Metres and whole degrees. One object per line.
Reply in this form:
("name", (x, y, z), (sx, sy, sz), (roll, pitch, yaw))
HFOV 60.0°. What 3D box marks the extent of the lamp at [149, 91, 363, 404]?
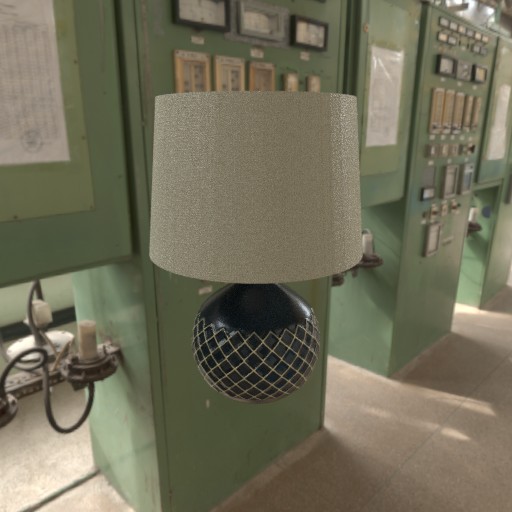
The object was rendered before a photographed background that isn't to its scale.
("lamp", (0.000, 0.000, 0.806), (0.376, 0.540, 0.376), (0, 16, 0))
